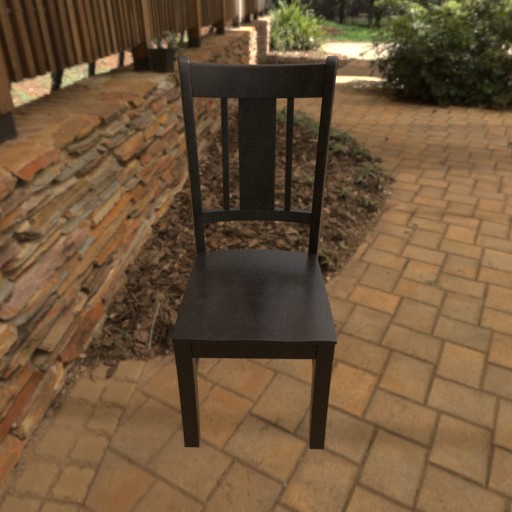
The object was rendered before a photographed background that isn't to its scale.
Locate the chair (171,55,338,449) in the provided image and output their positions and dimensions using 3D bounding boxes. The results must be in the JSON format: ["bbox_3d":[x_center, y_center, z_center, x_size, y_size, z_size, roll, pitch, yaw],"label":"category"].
[{"bbox_3d":[0.000,0.000,1.275,0.450,0.998,0.555,0,31,1],"label":"chair"}]
